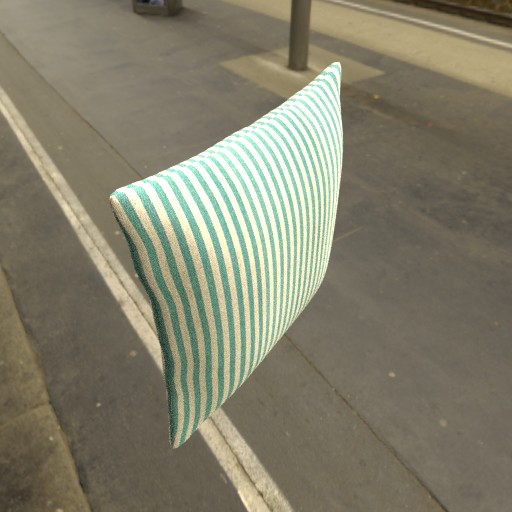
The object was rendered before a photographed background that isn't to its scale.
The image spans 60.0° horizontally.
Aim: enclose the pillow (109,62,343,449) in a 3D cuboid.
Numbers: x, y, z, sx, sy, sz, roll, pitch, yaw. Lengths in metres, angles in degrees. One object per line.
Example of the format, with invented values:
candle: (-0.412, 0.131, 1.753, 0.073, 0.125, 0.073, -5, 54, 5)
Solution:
pillow: (0.000, 0.000, 0.765, 0.166, 0.510, 0.523, 24, 46, 25)
